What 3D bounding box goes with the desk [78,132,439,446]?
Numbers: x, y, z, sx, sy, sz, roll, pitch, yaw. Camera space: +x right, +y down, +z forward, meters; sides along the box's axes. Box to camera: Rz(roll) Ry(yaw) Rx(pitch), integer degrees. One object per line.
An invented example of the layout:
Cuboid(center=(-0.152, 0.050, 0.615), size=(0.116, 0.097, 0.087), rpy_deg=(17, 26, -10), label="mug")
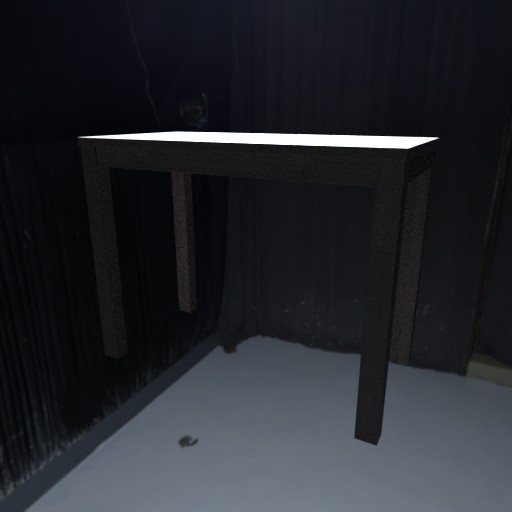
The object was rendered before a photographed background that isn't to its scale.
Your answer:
Cuboid(center=(0.000, 0.000, 1.474), size=(0.991, 0.762, 0.495), rpy_deg=(9, 20, 27), label="desk")
